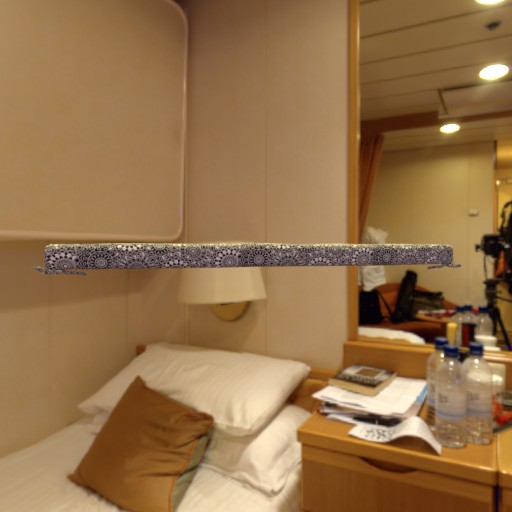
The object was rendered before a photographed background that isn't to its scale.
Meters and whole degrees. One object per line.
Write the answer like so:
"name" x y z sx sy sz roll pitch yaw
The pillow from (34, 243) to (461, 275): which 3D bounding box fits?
"pillow" 0.000 0.000 1.367 1.187 0.081 0.492 0 1 -19
